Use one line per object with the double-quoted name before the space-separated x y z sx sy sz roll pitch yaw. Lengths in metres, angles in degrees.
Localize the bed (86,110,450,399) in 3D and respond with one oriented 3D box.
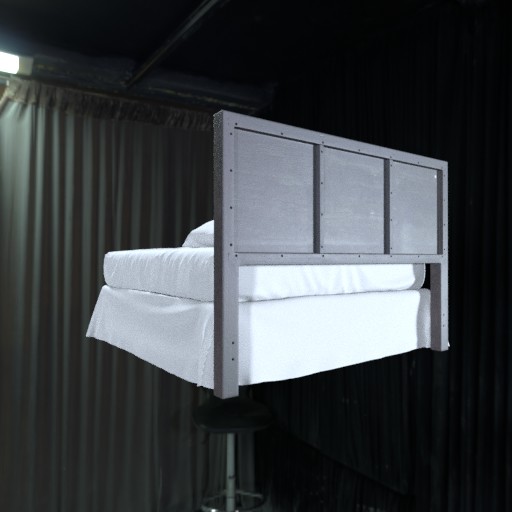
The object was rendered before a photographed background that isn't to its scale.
"bed" 0.000 0.000 2.945 1.772 1.142 1.785 0 0 -36
